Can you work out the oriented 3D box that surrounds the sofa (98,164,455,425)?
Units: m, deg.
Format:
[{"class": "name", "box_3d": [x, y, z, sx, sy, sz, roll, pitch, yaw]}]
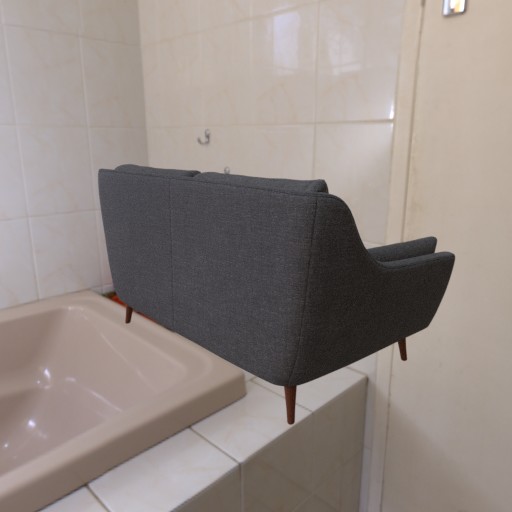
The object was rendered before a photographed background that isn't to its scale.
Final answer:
[{"class": "sofa", "box_3d": [0.000, 0.000, 2.239, 0.976, 0.887, 1.646, -13, 20, -41]}]
